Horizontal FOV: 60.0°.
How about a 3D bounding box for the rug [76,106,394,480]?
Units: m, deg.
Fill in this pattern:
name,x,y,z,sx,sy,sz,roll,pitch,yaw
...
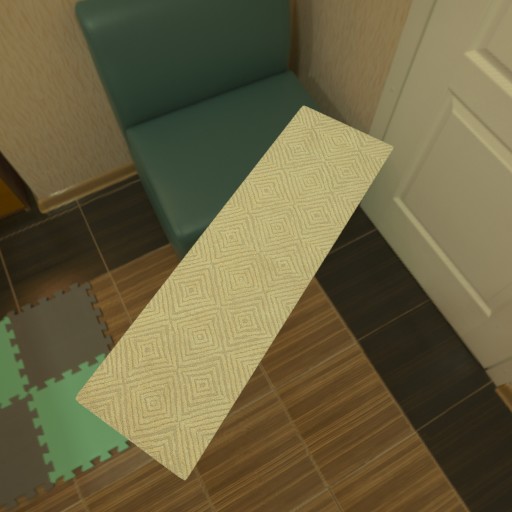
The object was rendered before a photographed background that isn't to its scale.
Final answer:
name,x,y,z,sx,sy,sz,roll,pitch,yaw
rug,0.000,0.000,2.521,0.676,0.008,2.277,30,68,14
